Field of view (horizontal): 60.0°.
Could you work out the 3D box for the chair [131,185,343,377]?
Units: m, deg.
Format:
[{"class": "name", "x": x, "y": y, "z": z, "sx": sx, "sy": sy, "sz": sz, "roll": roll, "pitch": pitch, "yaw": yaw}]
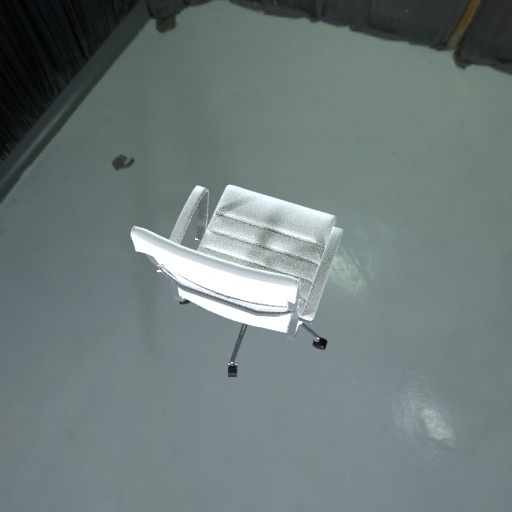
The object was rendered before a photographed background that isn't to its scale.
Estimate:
[{"class": "chair", "x": 0.000, "y": 0.000, "z": 1.707, "sx": 0.766, "sy": 1.149, "sz": 0.739, "roll": 18, "pitch": 65, "yaw": 9}]
